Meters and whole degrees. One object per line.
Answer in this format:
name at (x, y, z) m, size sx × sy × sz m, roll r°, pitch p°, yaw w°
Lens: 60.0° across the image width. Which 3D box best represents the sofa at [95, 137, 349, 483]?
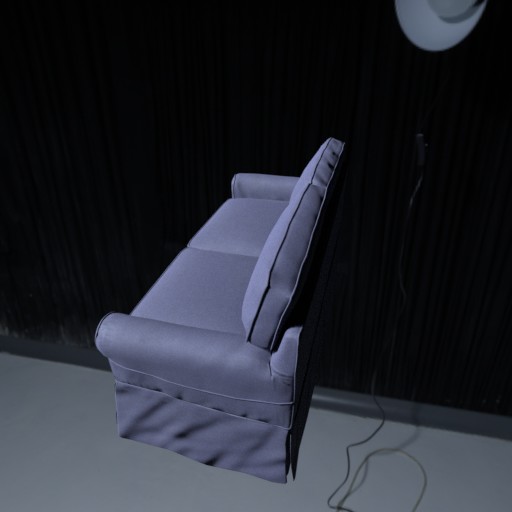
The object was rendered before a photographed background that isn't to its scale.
sofa at (0.000, 0.000, 2.841) m, size 0.983 × 1.094 × 2.256 m, roll 7°, pitch 30°, yaw 13°
